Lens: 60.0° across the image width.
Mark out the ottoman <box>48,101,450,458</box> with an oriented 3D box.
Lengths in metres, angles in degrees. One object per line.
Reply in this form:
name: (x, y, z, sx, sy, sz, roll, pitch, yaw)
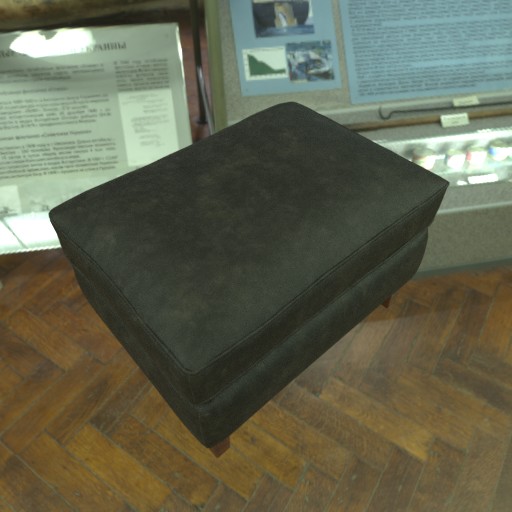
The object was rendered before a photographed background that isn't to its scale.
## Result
ottoman: (0.000, 0.000, 0.979, 0.665, 0.413, 0.501, -33, 55, -27)
